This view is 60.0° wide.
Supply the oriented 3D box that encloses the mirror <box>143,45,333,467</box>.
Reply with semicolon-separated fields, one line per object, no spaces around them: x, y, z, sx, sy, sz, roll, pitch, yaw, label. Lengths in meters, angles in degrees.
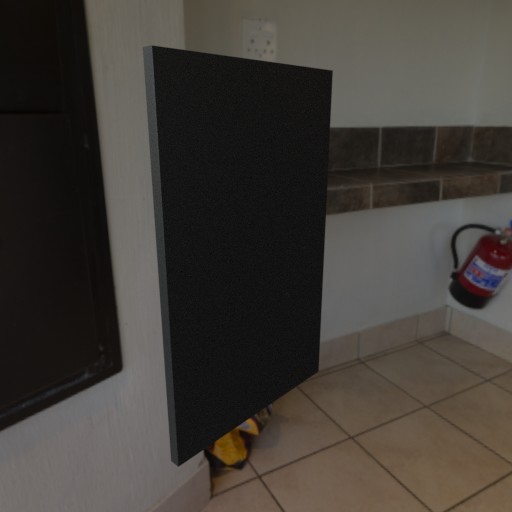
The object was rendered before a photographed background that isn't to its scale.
0.000;0.000;1.504;0.038;1.219;0.762;15;23;41;mirror
